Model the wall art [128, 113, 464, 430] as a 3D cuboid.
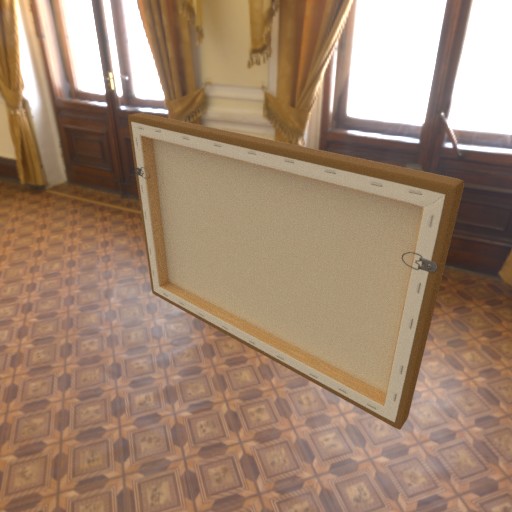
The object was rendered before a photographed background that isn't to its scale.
[{"bbox_3d":[0.000,0.000,0.484,0.380,0.254,0.019,22,36,34],"label":"wall art"}]
